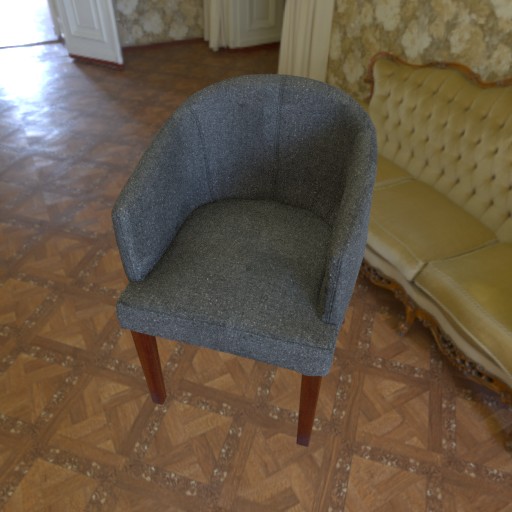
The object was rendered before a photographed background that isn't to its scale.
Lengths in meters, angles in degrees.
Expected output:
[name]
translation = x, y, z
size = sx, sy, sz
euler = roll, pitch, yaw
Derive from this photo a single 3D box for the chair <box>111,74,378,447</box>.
[chair]
translation = 0.000, 0.000, 1.255
size = 0.583, 0.811, 0.655
euler = 11, 41, 12
